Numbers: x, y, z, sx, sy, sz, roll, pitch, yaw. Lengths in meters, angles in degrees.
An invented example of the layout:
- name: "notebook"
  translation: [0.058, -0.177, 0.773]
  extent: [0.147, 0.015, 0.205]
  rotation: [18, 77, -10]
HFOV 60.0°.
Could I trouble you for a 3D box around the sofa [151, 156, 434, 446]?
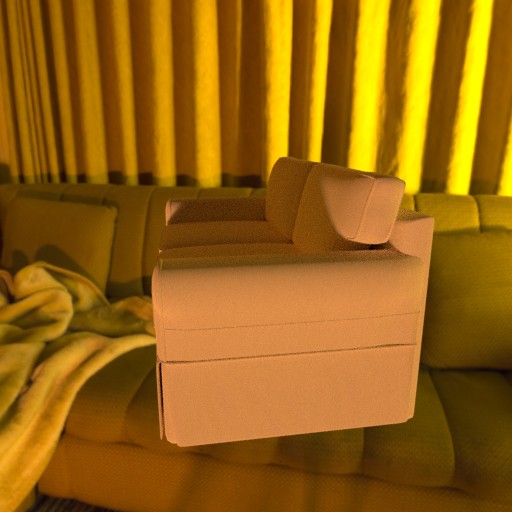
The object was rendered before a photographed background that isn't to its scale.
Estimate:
- name: "sofa"
  translation: [0.000, 0.000, 2.291]
  extent: [0.991, 0.940, 1.727]
  rotation: [-2, 15, -9]
